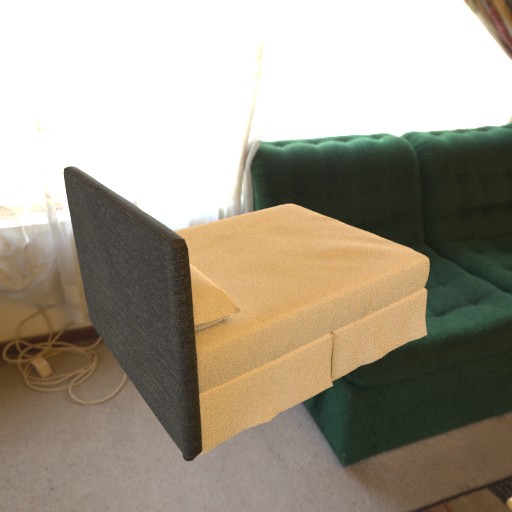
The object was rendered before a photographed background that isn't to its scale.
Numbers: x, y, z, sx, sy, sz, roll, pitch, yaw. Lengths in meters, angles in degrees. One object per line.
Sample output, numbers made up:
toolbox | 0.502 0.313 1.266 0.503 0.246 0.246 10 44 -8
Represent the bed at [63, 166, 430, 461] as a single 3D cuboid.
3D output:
bed | 0.000 0.000 3.255 2.142 1.330 1.723 -17 30 -32
